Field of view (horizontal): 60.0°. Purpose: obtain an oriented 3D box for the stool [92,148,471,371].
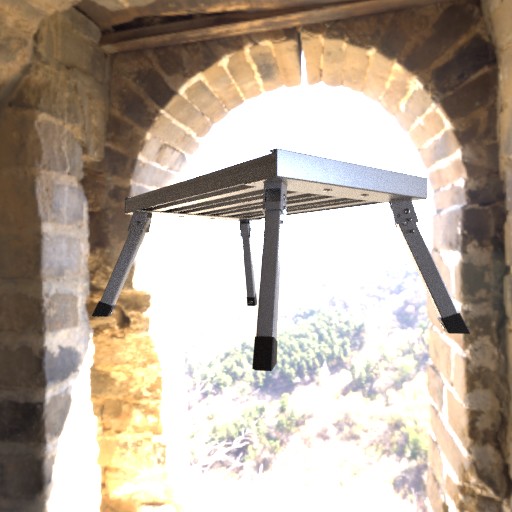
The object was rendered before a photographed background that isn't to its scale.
[{"bbox_3d":[0.000,0.000,0.738,0.385,0.225,0.535,1,-1,-37],"label":"stool"}]
